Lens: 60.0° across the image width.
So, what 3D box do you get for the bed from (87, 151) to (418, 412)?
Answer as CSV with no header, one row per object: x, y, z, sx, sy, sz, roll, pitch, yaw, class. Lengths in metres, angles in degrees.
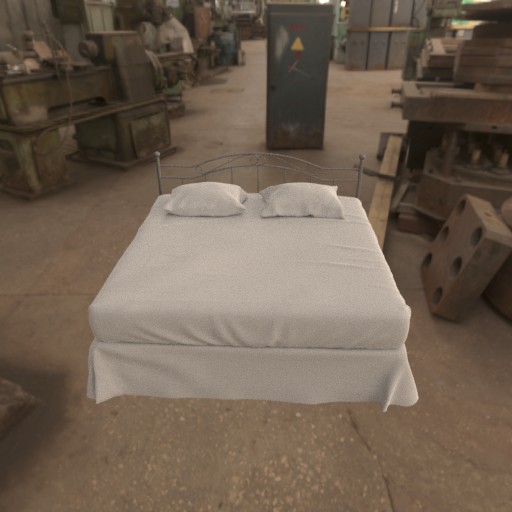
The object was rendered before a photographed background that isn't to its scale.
0.000,0.000,3.582,2.309,1.080,2.220,1,29,2,bed
